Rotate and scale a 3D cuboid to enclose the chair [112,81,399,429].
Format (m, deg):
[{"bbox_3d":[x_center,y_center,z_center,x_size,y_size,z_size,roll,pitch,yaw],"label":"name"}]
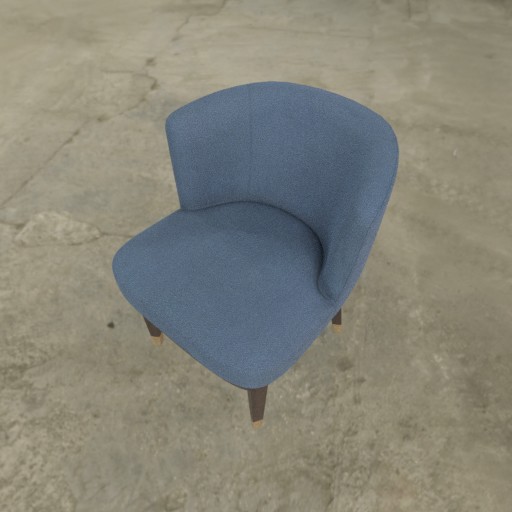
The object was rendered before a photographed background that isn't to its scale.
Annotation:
[{"bbox_3d":[0.000,0.000,1.316,0.661,0.760,0.702,32,54,27],"label":"chair"}]
